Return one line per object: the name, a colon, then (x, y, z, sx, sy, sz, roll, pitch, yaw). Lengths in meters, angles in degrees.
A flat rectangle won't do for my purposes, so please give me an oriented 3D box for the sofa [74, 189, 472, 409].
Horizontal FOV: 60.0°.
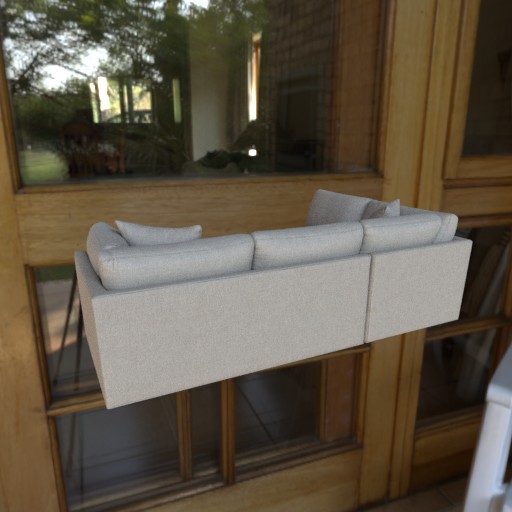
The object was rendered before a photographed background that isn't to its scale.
sofa: (0.000, 0.000, 3.831, 2.896, 0.978, 1.994, -8, 17, -25)
